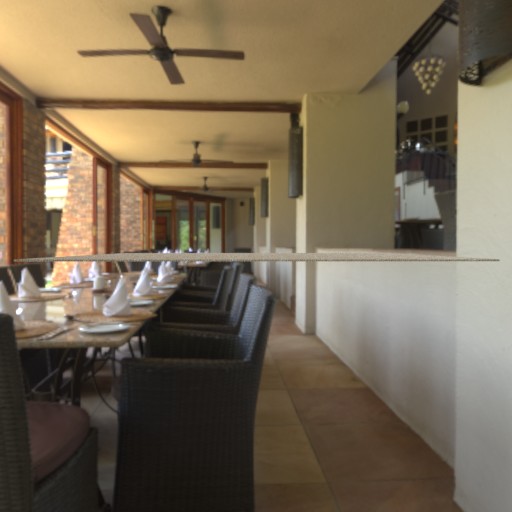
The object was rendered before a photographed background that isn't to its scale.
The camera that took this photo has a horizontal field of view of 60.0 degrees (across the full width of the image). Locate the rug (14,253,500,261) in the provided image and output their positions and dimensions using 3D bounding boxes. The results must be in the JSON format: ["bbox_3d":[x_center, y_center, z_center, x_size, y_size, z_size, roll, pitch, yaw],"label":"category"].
[{"bbox_3d":[0.000,0.000,3.779,2.894,0.013,2.286,0,1,-1],"label":"rug"}]
